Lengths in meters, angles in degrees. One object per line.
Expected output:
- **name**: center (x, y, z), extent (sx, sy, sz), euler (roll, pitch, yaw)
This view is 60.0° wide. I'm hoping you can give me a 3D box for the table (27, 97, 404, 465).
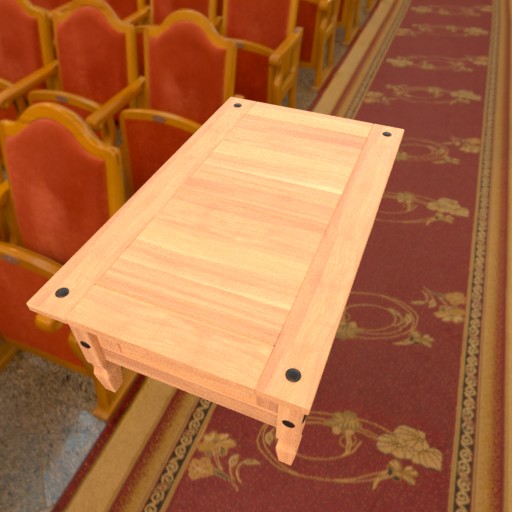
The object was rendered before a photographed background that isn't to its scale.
- **table**: center (0.000, 0.000, 1.296), extent (0.600, 0.437, 1.000), euler (16, 47, 16)
